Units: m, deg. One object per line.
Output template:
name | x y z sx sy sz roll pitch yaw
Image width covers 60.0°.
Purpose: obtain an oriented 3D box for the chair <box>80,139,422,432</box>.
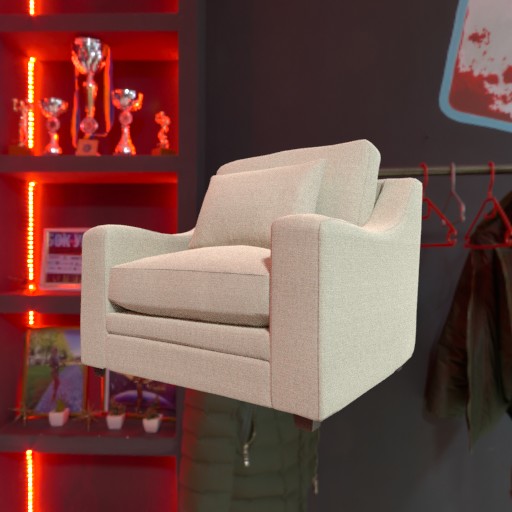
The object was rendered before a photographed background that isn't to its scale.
chair | 0.000 0.000 1.960 1.178 1.016 1.009 0 1 35
